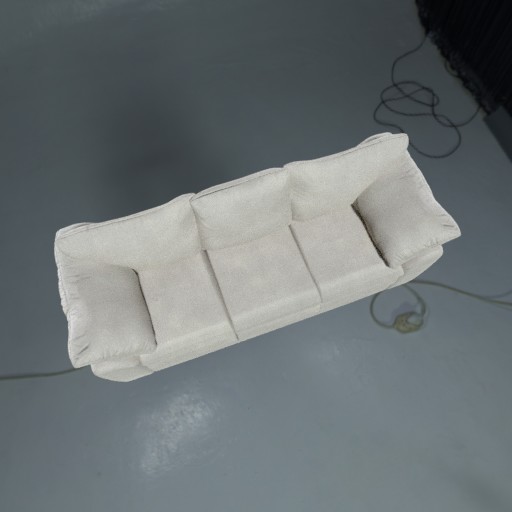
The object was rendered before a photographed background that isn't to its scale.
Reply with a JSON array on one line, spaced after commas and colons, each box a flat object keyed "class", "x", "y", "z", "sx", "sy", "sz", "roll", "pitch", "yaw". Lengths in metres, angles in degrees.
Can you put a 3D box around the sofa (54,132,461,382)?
[{"class": "sofa", "x": 0.000, "y": 0.000, "z": 2.880, "sx": 2.334, "sy": 0.996, "sz": 0.878, "roll": -18, "pitch": 65, "yaw": -9}]
